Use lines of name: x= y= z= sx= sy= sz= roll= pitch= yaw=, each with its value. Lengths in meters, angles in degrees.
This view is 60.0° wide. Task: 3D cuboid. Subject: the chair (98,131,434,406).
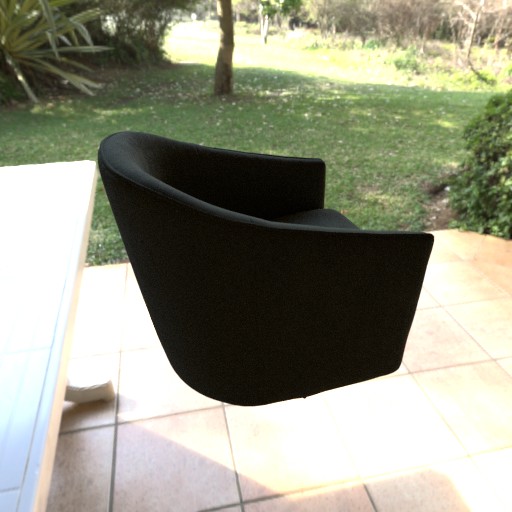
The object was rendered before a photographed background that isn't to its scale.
chair: x=0.000 y=0.000 z=1.464 sx=0.875 sy=0.799 sz=0.747 roll=-9 pitch=31 yaw=-16
